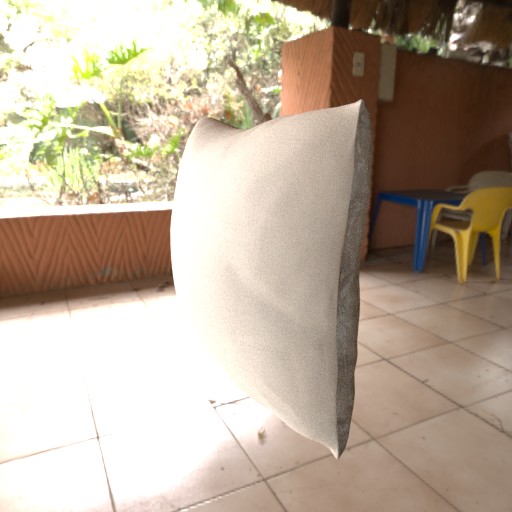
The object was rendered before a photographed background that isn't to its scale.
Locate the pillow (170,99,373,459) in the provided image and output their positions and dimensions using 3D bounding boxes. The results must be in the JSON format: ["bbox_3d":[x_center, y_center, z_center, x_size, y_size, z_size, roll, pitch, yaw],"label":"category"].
[{"bbox_3d":[0.000,0.000,0.713,0.245,0.448,0.450,-7,16,-26],"label":"pillow"}]
